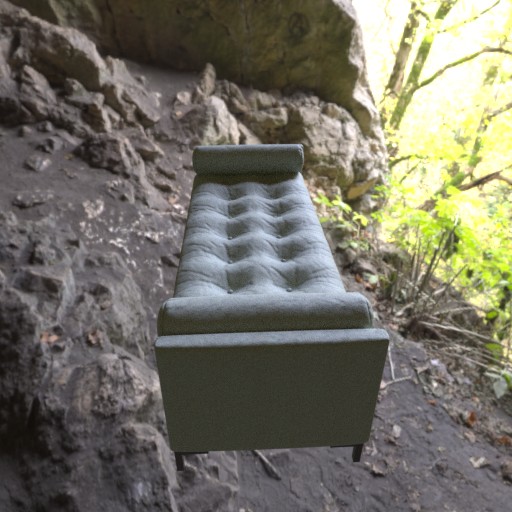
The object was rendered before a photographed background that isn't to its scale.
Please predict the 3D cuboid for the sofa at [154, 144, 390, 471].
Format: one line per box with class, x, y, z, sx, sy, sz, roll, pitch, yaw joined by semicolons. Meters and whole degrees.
sofa;0.000;0.000;2.460;0.796;0.705;2.102;-2;32;-3
